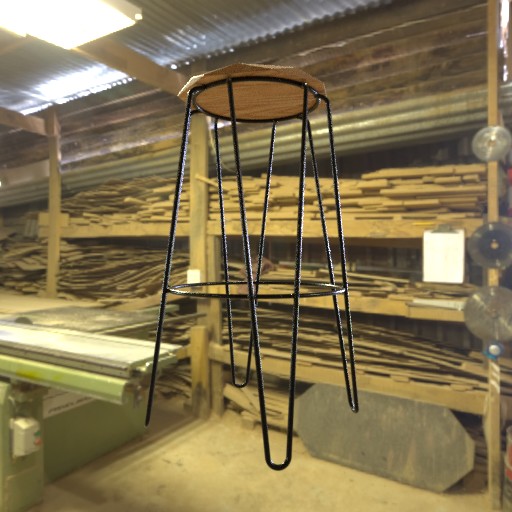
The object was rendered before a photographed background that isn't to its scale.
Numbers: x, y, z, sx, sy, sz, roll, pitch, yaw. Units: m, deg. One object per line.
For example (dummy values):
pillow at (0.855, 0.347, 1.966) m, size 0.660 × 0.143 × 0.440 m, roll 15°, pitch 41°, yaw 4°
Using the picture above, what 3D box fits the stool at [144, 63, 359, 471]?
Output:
stool at (0.000, 0.000, 0.827) m, size 0.326 × 0.610 × 0.326 m, roll 0°, pitch 0°, yaw 35°
